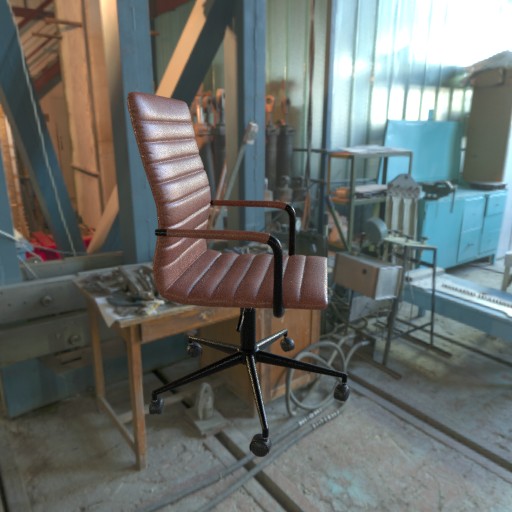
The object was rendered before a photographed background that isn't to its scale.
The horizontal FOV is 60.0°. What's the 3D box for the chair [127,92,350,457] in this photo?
[{"bbox_3d":[0.000,0.000,1.276,0.578,0.878,0.600,2,16,8],"label":"chair"}]
